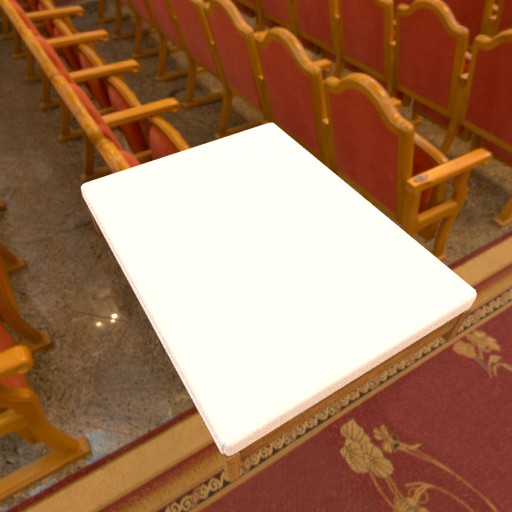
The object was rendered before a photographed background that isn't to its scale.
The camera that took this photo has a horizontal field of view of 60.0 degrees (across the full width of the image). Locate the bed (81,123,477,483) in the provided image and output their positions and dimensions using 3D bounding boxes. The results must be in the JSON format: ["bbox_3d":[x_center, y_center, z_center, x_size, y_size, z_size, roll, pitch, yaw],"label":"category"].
[{"bbox_3d":[0.000,0.000,2.778,1.536,0.431,2.016,-24,52,-21],"label":"bed"}]
